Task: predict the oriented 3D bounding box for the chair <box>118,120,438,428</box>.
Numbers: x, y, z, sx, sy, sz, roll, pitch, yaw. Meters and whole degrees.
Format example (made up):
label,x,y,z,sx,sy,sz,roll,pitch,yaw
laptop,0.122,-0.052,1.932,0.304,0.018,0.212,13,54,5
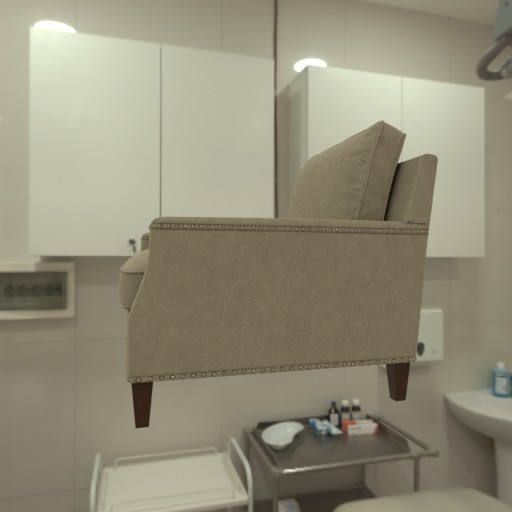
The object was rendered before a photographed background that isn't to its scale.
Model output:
label,x,y,z,sx,sy,sz,roll,pitch,yaw
chair,0.000,0.000,1.717,1.014,0.943,0.853,0,0,-16
